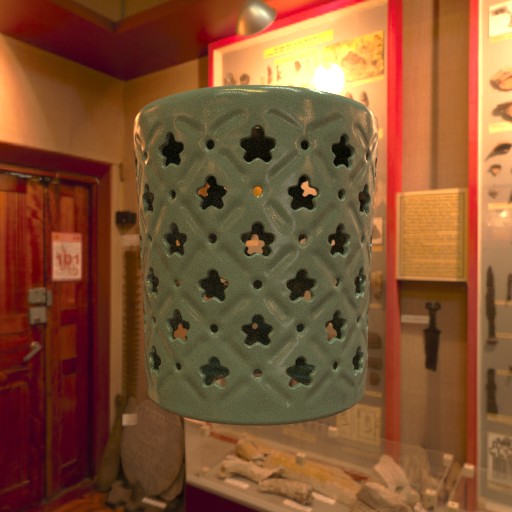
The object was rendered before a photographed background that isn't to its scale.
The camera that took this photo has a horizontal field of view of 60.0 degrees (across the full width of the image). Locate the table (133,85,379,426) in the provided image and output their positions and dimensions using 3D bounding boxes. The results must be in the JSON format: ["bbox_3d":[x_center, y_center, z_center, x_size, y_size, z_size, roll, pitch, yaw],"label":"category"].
[{"bbox_3d":[0.000,0.000,0.657,0.352,0.387,0.352,0,1,0],"label":"table"}]
